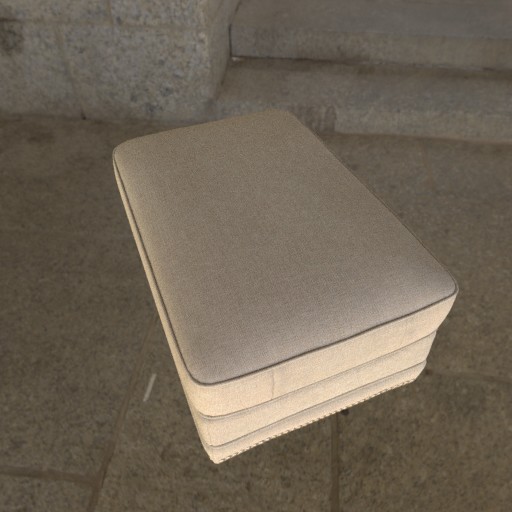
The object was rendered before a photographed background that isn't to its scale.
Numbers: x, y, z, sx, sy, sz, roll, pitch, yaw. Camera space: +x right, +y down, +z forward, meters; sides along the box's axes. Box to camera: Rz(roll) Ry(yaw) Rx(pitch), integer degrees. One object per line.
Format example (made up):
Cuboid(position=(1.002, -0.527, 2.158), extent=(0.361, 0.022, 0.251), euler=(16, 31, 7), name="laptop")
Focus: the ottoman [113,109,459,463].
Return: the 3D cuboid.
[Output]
Cuboid(position=(0.000, 0.000, 1.145), extent=(0.559, 0.458, 0.813), euler=(-17, 48, -15), name="ottoman")
